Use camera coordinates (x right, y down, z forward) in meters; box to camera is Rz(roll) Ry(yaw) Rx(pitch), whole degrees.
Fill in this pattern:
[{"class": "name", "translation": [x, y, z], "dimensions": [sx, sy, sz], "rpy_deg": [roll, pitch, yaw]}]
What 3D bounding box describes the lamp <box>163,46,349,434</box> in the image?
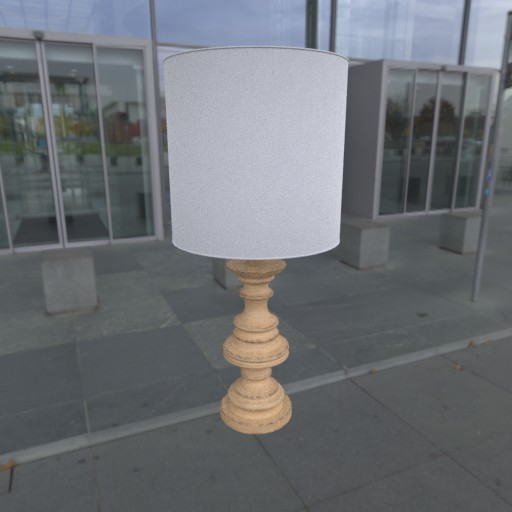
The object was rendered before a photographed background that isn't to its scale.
[{"class": "lamp", "translation": [0.000, 0.000, 0.566], "dimensions": [0.208, 0.455, 0.208], "rpy_deg": [-2, 15, -9]}]
